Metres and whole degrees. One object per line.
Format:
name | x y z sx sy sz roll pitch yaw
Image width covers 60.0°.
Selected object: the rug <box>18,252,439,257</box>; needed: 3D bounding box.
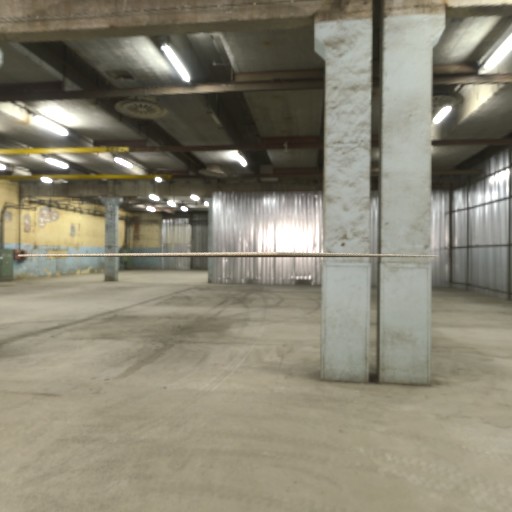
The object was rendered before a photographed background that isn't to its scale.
rug | 0.000 0.000 4.017 2.441 0.015 3.050 0 0 36
